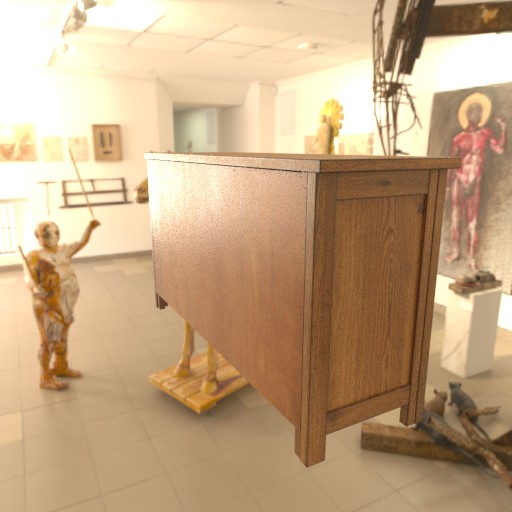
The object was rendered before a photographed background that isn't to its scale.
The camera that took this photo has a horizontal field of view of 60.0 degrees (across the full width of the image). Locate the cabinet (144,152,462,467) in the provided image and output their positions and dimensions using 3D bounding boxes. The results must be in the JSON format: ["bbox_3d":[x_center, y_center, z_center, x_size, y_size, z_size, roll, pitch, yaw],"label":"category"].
[{"bbox_3d":[0.000,0.000,1.816,0.480,0.813,1.474,-7,16,-28],"label":"cabinet"}]
